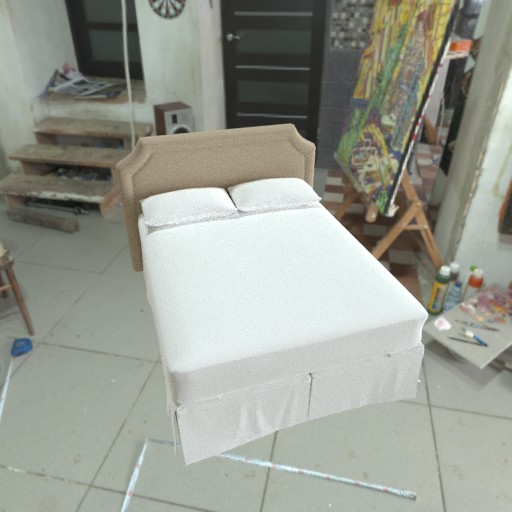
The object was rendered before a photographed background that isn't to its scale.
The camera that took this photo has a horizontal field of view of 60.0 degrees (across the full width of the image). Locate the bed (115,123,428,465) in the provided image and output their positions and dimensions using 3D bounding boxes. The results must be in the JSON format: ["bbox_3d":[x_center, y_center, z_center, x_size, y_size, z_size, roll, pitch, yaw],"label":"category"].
[{"bbox_3d":[0.000,0.000,3.339,1.828,1.301,2.204,-10,34,-15],"label":"bed"}]
